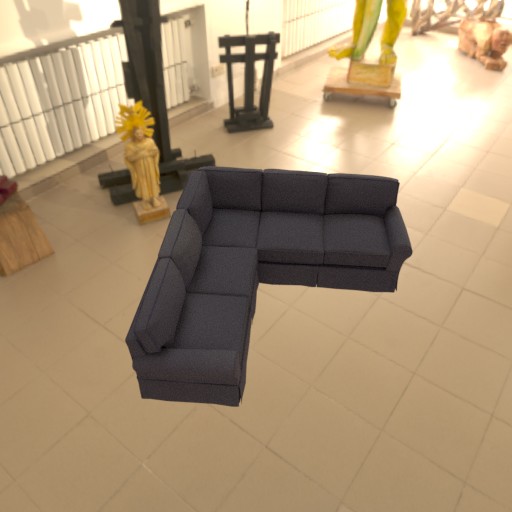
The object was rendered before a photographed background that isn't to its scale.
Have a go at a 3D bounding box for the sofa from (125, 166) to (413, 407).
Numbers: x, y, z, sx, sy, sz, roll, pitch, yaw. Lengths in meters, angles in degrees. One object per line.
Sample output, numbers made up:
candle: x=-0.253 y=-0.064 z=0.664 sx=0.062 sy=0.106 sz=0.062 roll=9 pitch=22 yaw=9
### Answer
sofa: x=0.000 y=0.000 z=5.107 sx=2.874 sy=1.169 sz=3.773 roll=26 pitch=47 yaw=27
